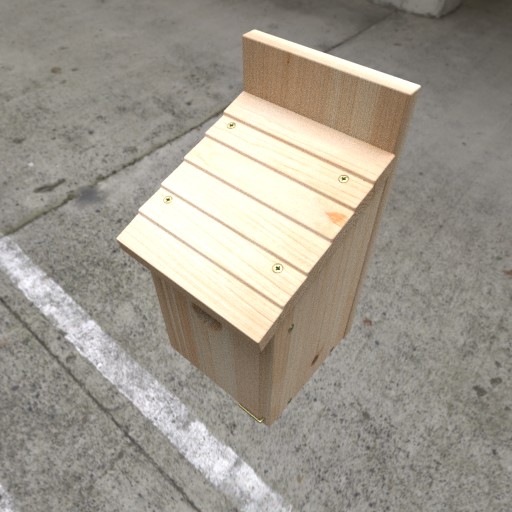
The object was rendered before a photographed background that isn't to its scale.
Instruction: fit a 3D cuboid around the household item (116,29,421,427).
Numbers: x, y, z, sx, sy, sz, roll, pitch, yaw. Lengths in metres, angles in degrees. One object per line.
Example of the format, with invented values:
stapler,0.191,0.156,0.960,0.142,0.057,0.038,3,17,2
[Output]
household item,0.000,0.000,0.395,0.149,0.300,0.171,32,55,26
